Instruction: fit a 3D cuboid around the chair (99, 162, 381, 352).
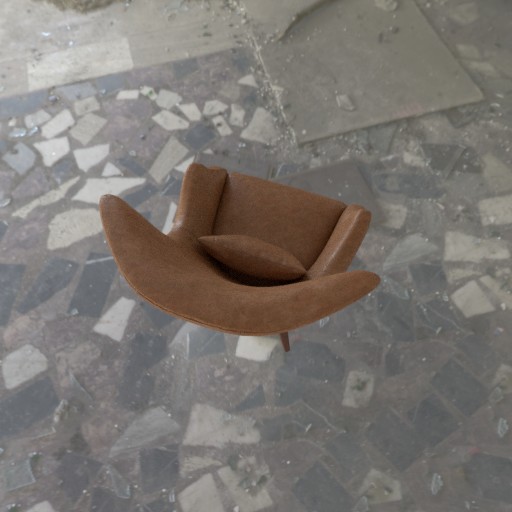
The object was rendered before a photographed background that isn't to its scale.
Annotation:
[{"bbox_3d":[0.000,0.000,1.769,0.846,1.067,0.955,17,64,8],"label":"chair"}]
